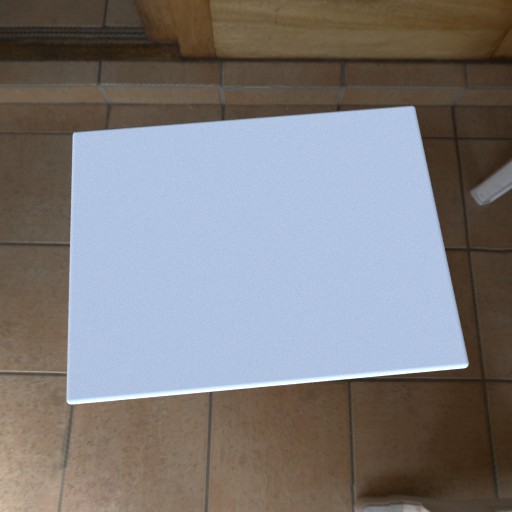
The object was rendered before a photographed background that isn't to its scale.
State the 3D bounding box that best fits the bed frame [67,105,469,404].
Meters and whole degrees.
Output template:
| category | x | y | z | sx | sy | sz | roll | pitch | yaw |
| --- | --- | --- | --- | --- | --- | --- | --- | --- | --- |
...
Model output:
| category | x | y | z | sx | sy | sz | roll | pitch | yaw |
| --- | --- | --- | --- | --- | --- | --- | --- | --- | --- |
| bed frame | 0.000 | 0.000 | 2.736 | 2.072 | 0.659 | 1.557 | -5 | 75 | -1 |
